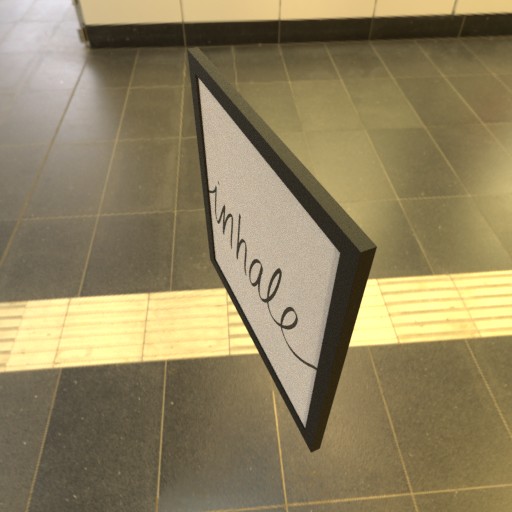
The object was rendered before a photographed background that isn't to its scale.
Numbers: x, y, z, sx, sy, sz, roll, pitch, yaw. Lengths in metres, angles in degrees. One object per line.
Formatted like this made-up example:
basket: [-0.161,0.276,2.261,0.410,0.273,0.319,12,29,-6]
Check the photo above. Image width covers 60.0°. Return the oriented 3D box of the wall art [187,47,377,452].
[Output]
wall art: [0.000,0.000,0.528,0.013,0.356,0.356,-18,49,-16]
